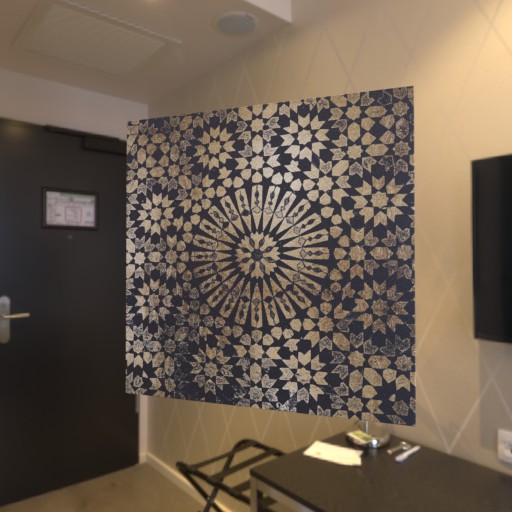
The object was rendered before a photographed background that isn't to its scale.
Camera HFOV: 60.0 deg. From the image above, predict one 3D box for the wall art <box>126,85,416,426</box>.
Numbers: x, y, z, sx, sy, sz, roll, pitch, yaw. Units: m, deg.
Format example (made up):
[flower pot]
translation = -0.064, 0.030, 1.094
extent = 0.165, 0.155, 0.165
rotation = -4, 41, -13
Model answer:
[wall art]
translation = 0.000, 0.000, 1.353
extent = 0.914, 0.914, 0.038
rotation = 0, -1, 20
